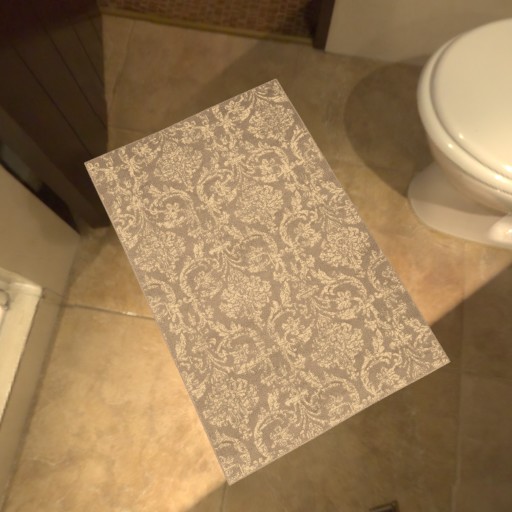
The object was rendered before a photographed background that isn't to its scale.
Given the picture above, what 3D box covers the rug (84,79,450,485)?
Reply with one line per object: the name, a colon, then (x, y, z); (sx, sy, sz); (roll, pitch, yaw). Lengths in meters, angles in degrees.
rug: (0.000, 0.000, 3.482); (1.819, 0.018, 2.746); (-26, 76, -7)
